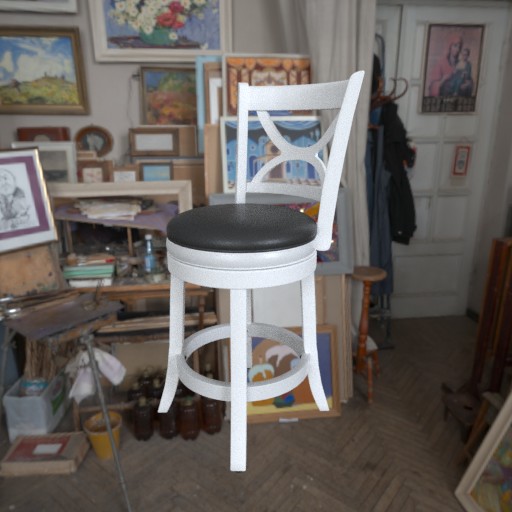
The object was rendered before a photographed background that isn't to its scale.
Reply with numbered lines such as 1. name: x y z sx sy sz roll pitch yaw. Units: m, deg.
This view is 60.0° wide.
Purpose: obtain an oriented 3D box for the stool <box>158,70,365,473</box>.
1. stool: 0.000 0.000 1.243 0.508 0.953 0.444 -16 23 -43
